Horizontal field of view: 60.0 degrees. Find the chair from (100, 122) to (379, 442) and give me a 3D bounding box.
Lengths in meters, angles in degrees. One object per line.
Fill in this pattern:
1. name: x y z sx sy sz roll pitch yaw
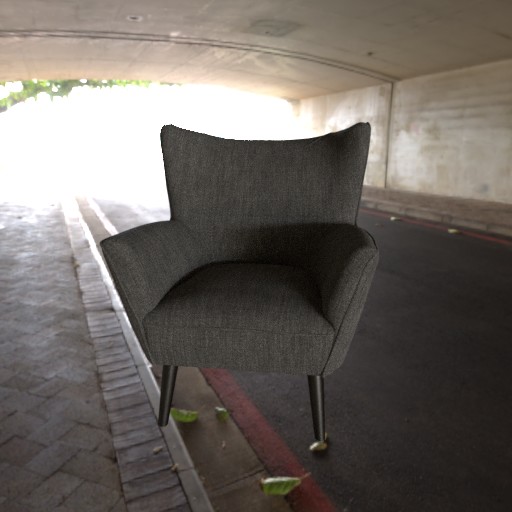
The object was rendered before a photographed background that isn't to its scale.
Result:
1. chair: 0.000 0.000 1.589 0.781 0.933 0.888 2 14 8
